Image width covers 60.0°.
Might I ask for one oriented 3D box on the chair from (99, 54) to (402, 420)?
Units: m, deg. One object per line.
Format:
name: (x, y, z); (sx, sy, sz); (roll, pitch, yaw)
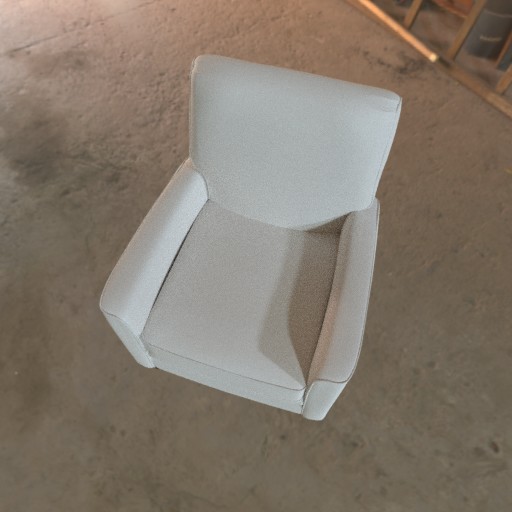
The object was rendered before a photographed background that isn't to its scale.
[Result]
chair: (0.000, 0.000, 1.610); (0.841, 1.028, 0.858); (15, 60, 9)
